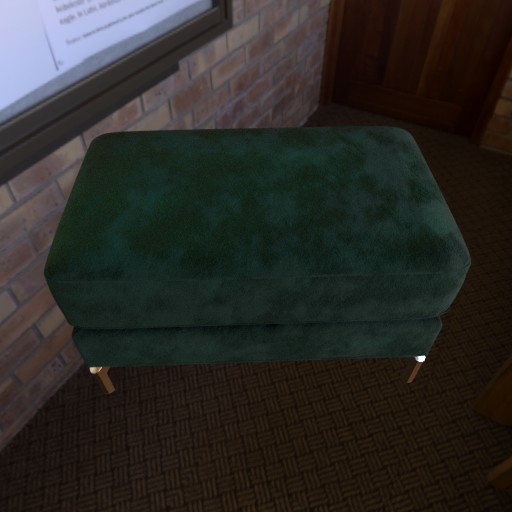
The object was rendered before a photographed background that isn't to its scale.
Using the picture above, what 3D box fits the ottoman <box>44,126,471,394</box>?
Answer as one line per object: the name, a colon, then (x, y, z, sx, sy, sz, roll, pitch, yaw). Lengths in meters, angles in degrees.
ottoman: (0.000, 0.000, 1.212, 0.886, 0.533, 0.536, -2, 47, -1)
